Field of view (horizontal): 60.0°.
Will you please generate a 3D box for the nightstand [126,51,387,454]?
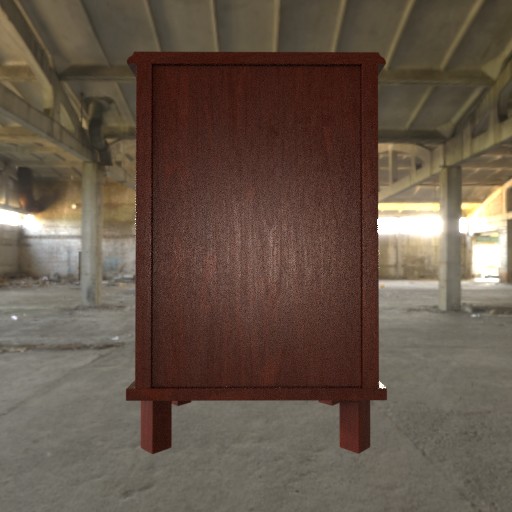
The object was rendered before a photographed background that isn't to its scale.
[{"bbox_3d":[0.000,0.000,0.915,0.435,0.681,0.351,0,-1,0],"label":"nightstand"}]
